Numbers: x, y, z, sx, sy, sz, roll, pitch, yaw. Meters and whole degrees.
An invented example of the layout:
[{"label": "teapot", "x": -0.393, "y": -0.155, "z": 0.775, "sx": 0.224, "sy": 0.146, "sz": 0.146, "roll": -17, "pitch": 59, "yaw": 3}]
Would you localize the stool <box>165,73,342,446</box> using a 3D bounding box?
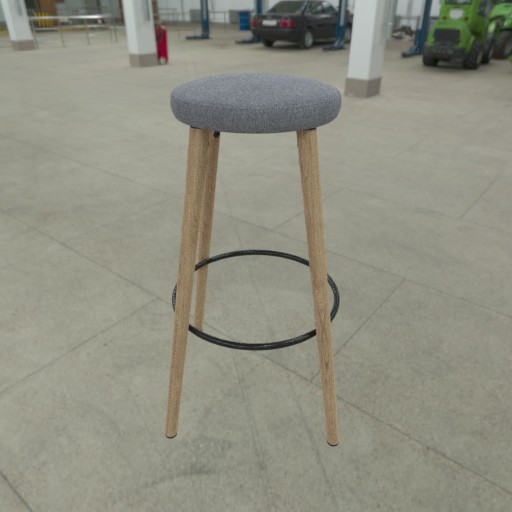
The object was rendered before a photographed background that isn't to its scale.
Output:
[{"label": "stool", "x": 0.000, "y": 0.000, "z": 1.015, "sx": 0.410, "sy": 0.770, "sz": 0.410, "roll": 2, "pitch": 31, "yaw": 3}]
